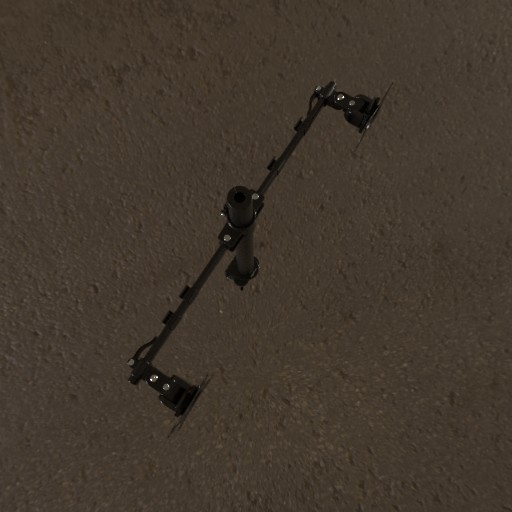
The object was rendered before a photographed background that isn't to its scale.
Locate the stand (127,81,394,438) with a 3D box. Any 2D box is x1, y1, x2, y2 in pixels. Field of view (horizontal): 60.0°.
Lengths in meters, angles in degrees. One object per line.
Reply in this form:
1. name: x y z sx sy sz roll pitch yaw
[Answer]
1. stand: 0.000 0.000 1.006 0.150 0.603 0.743 31 77 8
